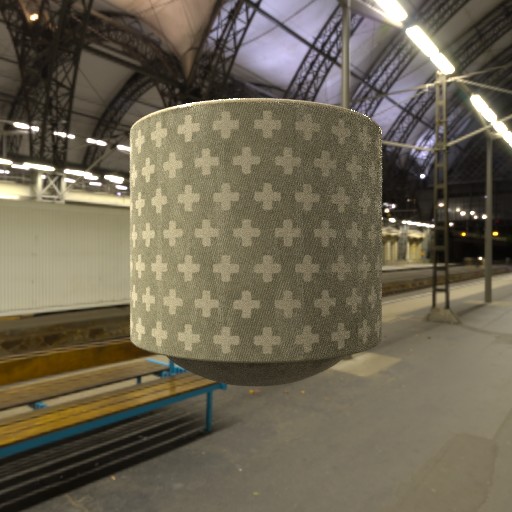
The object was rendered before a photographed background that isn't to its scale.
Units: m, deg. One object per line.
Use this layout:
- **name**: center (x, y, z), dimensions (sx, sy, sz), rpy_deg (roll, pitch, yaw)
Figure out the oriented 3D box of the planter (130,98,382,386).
- **planter**: center (0.000, 0.000, 0.458), dimensions (0.250, 0.239, 0.250), rpy_deg (0, 0, 0)
